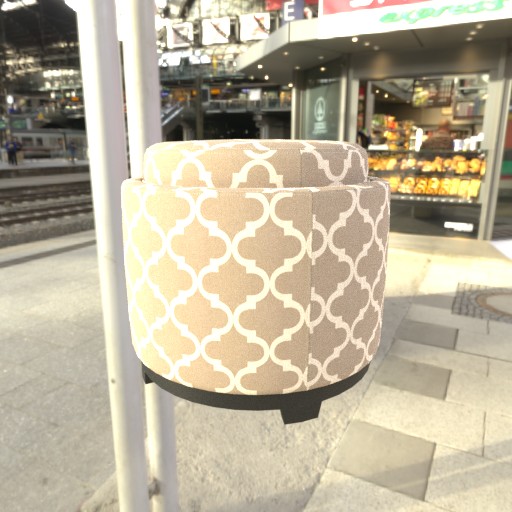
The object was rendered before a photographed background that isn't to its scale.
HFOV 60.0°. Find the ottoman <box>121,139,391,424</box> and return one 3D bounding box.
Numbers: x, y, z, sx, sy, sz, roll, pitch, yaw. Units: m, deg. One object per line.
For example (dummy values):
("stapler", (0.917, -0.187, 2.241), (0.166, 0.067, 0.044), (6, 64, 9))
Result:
("ottoman", (0.000, 0.000, 0.845), (0.480, 0.429, 0.480), (0, 14, 0))
